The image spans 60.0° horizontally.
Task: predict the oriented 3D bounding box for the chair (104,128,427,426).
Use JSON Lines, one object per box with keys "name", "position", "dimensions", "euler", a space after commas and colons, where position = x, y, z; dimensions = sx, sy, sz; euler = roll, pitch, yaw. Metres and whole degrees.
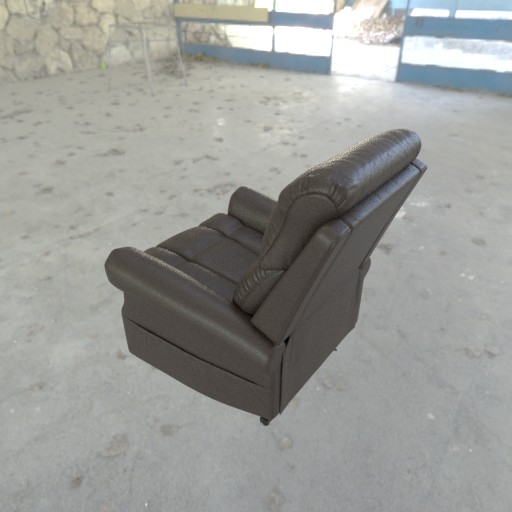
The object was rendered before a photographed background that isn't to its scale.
{"name": "chair", "position": [0.000, 0.000, 1.732], "dimensions": [0.978, 1.028, 0.869], "euler": [21, 37, 31]}
